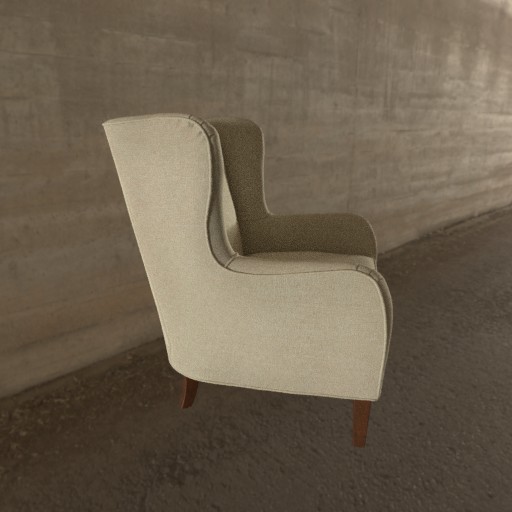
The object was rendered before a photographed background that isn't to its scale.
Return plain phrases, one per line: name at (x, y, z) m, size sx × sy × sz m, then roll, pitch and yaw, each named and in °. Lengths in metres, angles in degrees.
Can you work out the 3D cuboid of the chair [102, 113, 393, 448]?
chair at (0.000, 0.000, 1.718) m, size 0.966 × 1.040 × 0.838 m, roll 3°, pitch 17°, yaw 11°
